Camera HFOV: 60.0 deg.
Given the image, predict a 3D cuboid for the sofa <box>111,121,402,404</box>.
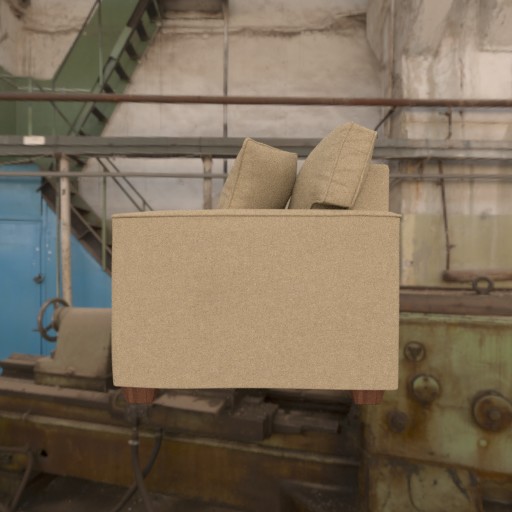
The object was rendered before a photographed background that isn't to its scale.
[{"bbox_3d":[0.000,0.000,2.152,0.991,0.989,1.388,0,1,1],"label":"sofa"}]
